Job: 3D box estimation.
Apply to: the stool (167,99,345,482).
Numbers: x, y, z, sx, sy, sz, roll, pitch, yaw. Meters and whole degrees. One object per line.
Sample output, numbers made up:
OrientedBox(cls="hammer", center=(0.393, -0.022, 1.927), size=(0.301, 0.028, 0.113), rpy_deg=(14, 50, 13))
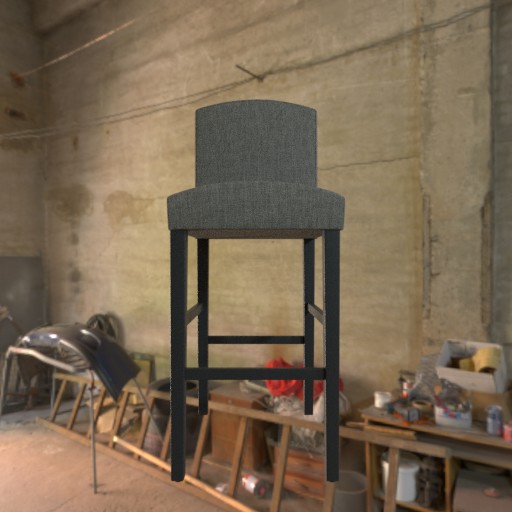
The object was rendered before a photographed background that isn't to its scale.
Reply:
OrientedBox(cls="stool", center=(0.000, 0.000, 1.363), size=(0.451, 1.138, 0.552), rpy_deg=(0, 0, 0))
